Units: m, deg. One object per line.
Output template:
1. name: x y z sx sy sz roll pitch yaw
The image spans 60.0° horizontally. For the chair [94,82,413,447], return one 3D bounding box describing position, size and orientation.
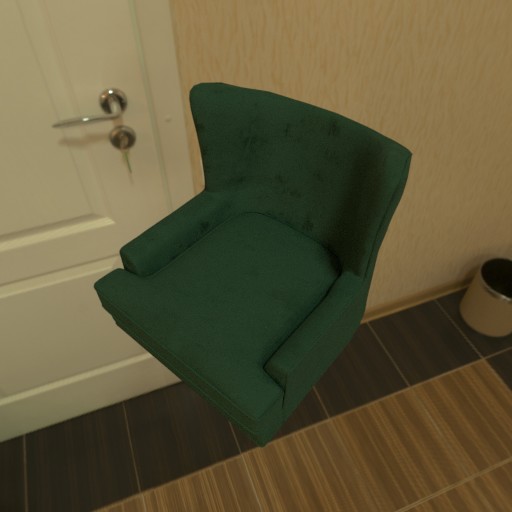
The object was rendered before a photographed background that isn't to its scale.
1. chair: 0.000 0.000 1.605 0.793 0.952 0.910 31 54 26
